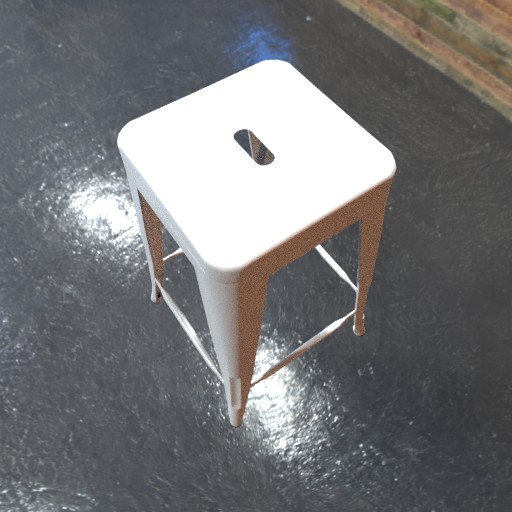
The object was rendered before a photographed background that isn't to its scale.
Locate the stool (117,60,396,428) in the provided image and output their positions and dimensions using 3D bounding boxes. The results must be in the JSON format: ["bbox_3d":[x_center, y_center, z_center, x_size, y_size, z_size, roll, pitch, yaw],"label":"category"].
[{"bbox_3d":[0.000,0.000,0.890,0.406,0.610,0.406,-31,65,-17],"label":"stool"}]
